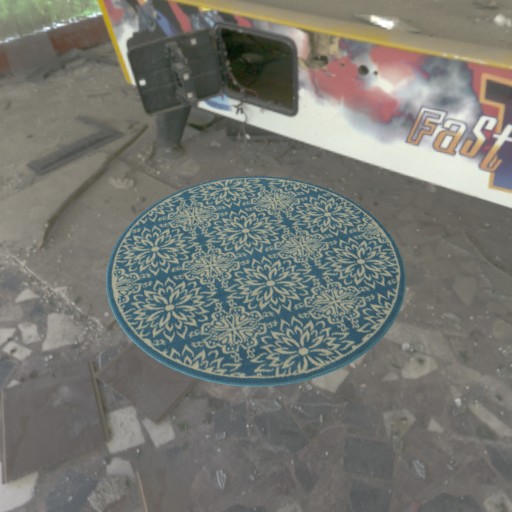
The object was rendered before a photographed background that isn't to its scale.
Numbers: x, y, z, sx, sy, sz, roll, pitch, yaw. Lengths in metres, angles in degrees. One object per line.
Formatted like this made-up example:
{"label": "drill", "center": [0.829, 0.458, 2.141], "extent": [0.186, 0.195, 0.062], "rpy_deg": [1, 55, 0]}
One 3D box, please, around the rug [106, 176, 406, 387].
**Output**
{"label": "rug", "center": [0.000, 0.000, 2.427], "extent": [1.593, 0.012, 1.593], "rpy_deg": [0, 43, 0]}
